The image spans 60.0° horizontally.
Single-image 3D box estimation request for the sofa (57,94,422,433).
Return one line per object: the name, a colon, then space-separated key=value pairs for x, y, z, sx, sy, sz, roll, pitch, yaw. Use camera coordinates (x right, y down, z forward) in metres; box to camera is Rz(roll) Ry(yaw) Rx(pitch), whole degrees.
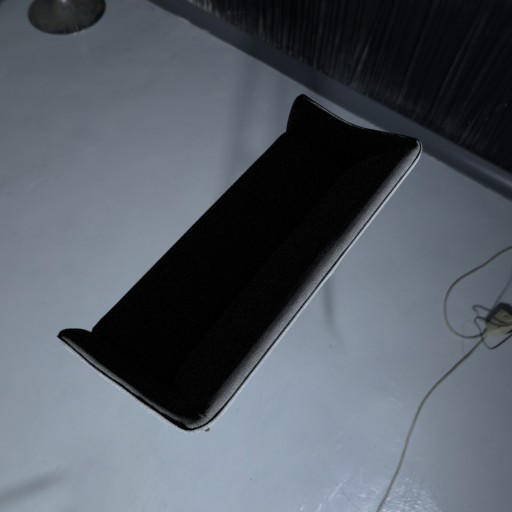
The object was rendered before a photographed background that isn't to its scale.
sofa: x=0.000 y=0.000 z=2.403 sx=0.867 sy=0.829 sz=1.928 roll=35 pitch=68 yaw=16
